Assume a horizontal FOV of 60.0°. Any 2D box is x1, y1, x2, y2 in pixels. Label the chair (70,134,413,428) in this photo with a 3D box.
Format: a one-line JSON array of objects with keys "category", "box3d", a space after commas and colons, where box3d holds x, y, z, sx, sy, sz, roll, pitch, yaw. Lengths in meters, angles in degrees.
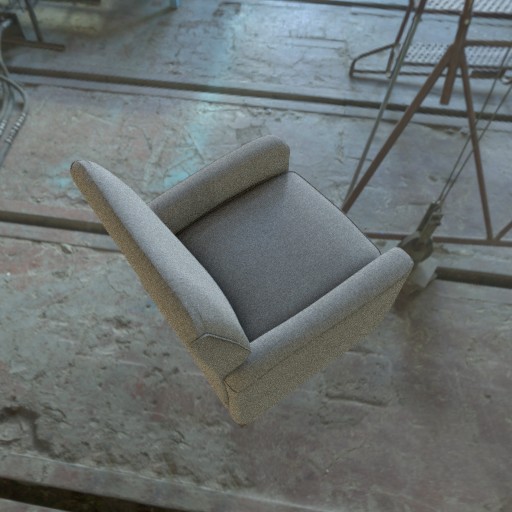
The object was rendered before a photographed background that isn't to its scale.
[{"category": "chair", "box3d": [0.000, 0.000, 1.643, 0.864, 1.014, 0.848, -32, 63, -19]}]
